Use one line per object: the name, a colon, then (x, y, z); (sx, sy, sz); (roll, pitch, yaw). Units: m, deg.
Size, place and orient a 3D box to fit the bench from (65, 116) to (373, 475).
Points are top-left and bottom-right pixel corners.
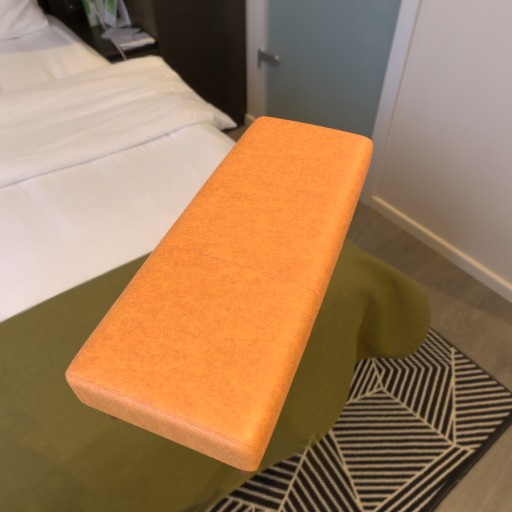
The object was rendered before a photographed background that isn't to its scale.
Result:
bench: (0.000, 0.000, 1.853); (0.653, 0.399, 1.610); (16, 49, 14)
